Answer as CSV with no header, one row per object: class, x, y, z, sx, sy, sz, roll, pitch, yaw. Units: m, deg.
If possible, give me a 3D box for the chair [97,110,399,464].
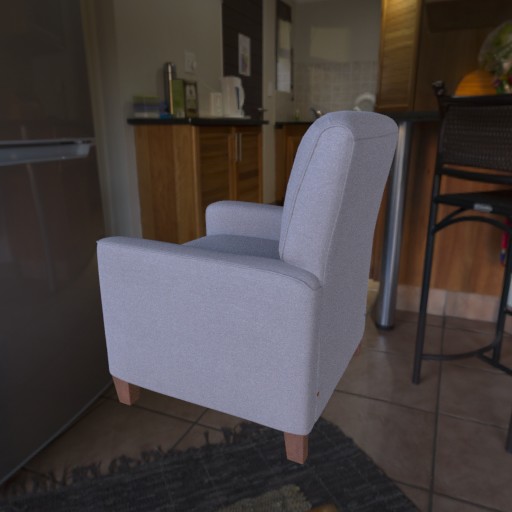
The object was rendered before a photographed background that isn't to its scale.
chair,0.000,0.000,1.654,0.859,1.023,0.845,8,19,24
